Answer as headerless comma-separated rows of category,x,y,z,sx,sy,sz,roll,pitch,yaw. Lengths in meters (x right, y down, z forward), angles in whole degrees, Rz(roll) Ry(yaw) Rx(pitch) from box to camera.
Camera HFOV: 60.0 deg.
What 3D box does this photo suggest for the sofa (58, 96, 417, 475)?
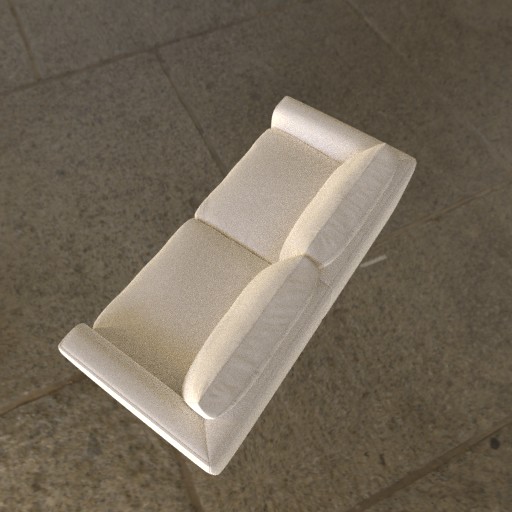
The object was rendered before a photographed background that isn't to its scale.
sofa,0.000,0.000,2.751,1.070,0.801,2.262,32,67,15
